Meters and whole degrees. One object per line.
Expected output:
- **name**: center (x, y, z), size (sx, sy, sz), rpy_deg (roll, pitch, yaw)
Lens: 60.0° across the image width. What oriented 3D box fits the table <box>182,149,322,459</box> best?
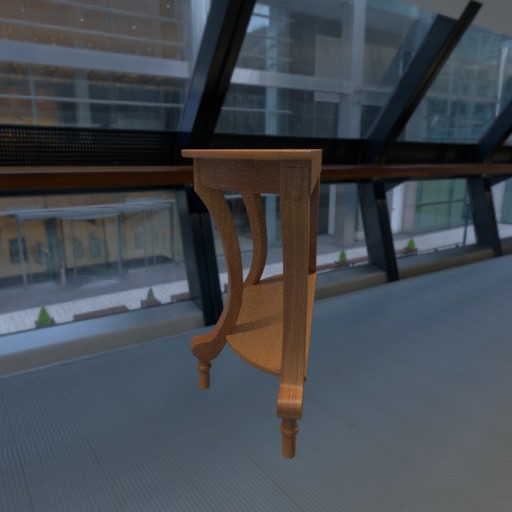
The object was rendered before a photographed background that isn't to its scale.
- **table**: center (0.000, 0.000, 1.485), size (0.394, 0.692, 1.198), rpy_deg (2, 14, 9)
